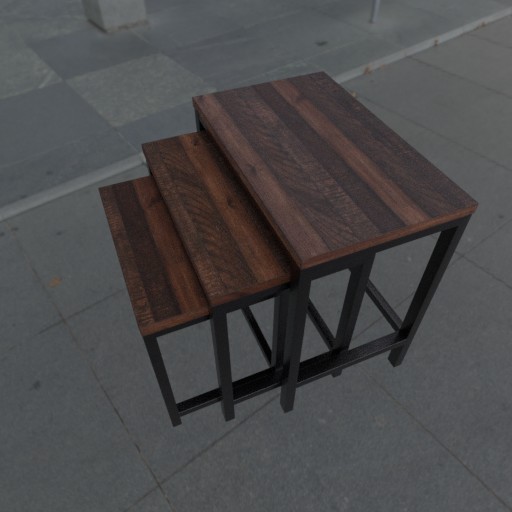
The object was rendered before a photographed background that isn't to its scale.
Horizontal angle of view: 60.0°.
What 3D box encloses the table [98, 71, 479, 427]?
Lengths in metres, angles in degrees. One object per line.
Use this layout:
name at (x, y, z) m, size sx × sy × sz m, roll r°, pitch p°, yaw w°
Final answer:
table at (0.000, 0.000, 1.165) m, size 0.660 × 0.616 × 0.608 m, roll -17°, pitch 49°, yaw -15°
